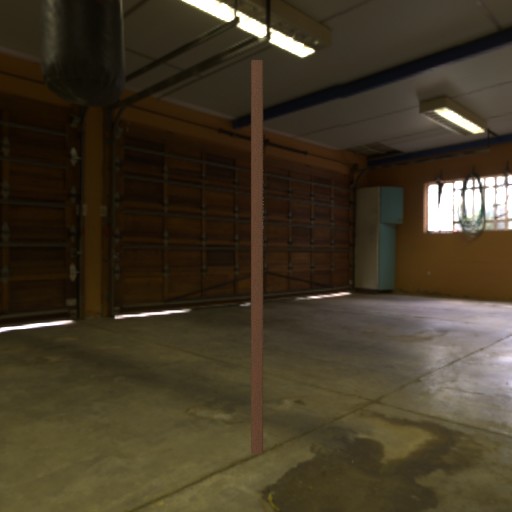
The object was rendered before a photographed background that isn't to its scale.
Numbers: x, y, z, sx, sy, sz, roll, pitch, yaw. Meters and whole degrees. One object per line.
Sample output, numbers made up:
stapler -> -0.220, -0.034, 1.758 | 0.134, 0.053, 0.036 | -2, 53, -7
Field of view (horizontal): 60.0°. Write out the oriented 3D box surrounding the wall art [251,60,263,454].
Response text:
wall art -> 0.000, 0.000, 0.842 | 0.014, 0.455, 0.660 | 0, 0, 0
